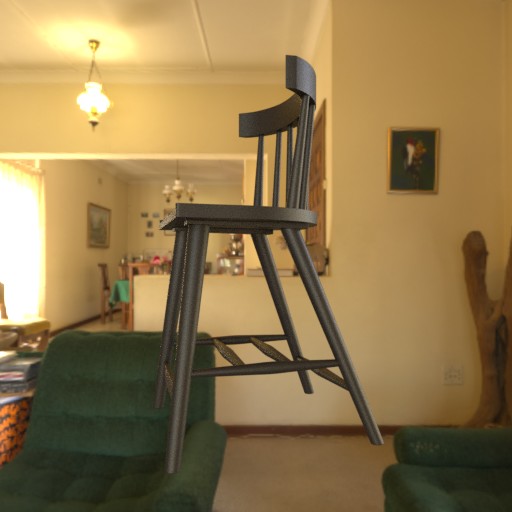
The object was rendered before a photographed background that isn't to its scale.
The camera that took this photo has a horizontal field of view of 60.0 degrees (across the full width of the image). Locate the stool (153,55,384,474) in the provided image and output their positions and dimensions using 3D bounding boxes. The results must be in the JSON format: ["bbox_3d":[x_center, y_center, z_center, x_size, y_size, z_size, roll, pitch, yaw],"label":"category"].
[{"bbox_3d":[0.000,0.000,1.264,0.549,0.953,0.494,0,0,-16],"label":"stool"}]
